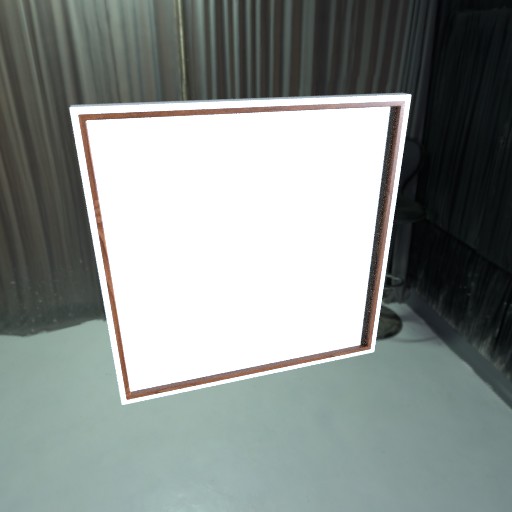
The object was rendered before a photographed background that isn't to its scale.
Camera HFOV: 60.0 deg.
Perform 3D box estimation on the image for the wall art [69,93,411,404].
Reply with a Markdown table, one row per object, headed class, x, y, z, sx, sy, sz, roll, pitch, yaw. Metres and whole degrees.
| class | x | y | z | sx | sy | sz | roll | pitch | yaw |
| --- | --- | --- | --- | --- | --- | --- | --- | --- | --- |
| wall art | 0.000 | 0.000 | 1.503 | 1.009 | 1.009 | 0.049 | -8 | 27 | -15 |
